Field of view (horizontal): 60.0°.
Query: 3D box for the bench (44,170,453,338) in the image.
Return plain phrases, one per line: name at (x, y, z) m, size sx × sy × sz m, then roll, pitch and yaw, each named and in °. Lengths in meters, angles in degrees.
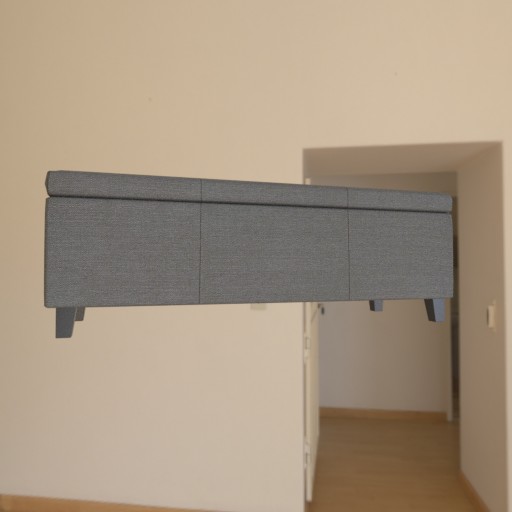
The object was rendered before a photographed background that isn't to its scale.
bench at (0.000, 0.000, 1.499) m, size 1.269 × 0.438 × 0.446 m, roll 0°, pitch -1°, yaw -17°
